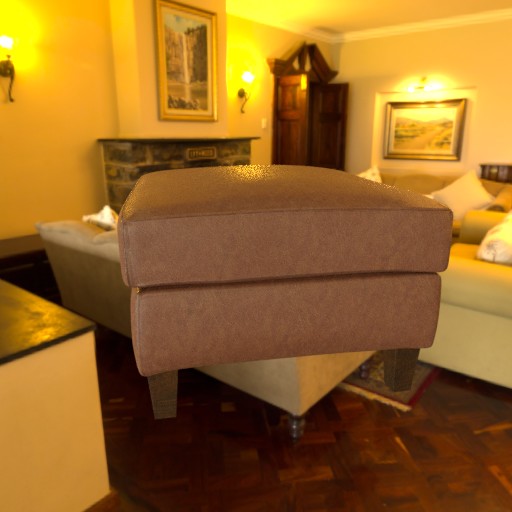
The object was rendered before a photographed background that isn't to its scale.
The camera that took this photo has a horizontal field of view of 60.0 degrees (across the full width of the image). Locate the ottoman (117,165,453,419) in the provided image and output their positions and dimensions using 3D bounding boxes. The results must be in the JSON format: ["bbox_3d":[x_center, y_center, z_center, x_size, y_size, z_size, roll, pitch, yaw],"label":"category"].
[{"bbox_3d":[0.000,0.000,1.237,0.650,0.485,0.851,-3,16,-10],"label":"ottoman"}]
